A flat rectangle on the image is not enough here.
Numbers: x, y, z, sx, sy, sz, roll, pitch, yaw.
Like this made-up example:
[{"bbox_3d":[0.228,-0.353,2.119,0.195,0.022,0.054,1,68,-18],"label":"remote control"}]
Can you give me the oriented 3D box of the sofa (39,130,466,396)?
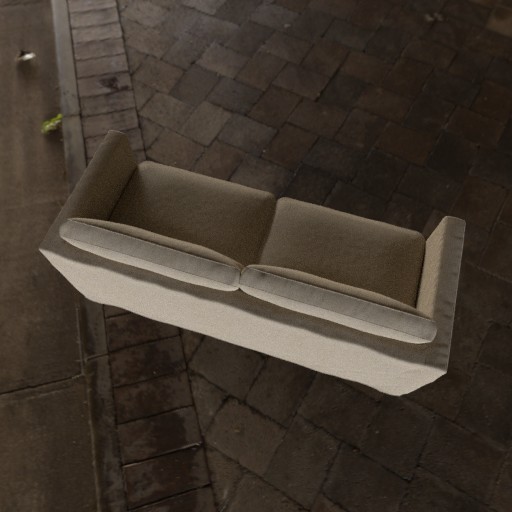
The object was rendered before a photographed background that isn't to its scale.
[{"bbox_3d":[0.000,0.000,2.763,2.296,0.847,0.956,16,65,8],"label":"sofa"}]
